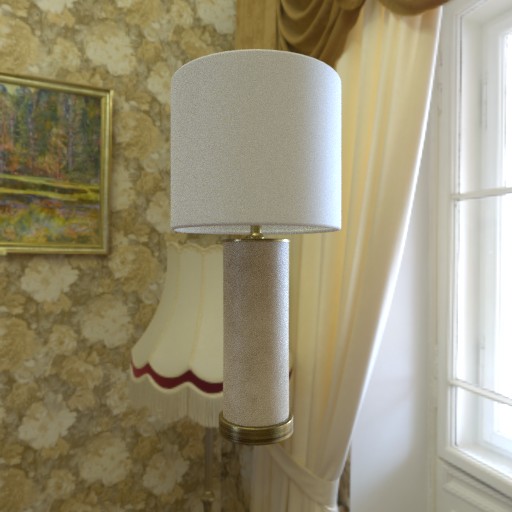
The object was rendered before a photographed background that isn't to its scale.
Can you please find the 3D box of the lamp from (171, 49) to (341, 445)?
[{"bbox_3d":[0.000,0.000,0.808,0.305,0.634,0.305,0,0,17],"label":"lamp"}]
